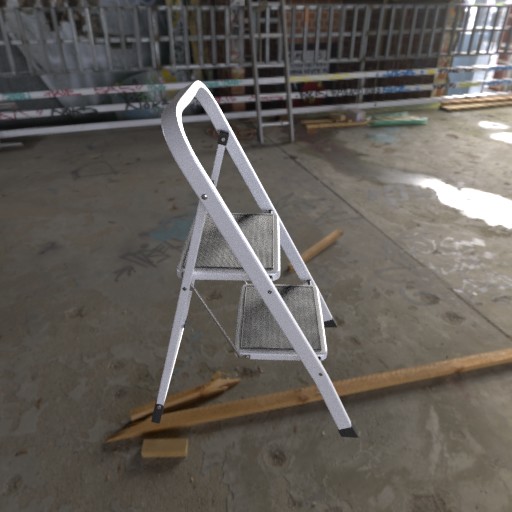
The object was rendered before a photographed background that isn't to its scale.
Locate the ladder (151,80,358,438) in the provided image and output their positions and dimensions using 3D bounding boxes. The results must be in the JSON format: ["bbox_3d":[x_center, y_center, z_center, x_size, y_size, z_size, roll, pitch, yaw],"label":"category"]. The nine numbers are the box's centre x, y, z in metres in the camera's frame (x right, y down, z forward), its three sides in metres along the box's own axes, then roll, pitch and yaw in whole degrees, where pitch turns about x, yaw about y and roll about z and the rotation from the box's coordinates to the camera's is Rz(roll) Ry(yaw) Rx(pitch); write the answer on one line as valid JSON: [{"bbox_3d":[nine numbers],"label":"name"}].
[{"bbox_3d":[0.000,0.000,1.138,0.544,0.810,0.460,1,31,2],"label":"ladder"}]
